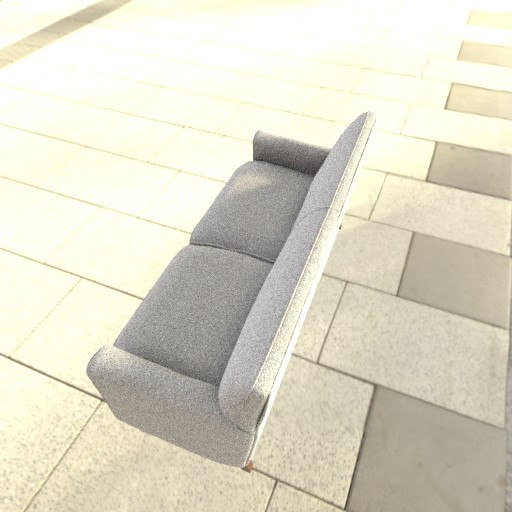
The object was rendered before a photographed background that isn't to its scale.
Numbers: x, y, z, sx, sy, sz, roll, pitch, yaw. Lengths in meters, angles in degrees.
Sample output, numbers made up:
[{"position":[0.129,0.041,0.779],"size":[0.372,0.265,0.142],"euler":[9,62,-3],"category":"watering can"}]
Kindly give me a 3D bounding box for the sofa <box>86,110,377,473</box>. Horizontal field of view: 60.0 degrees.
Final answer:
[{"position":[0.000,0.000,2.491],"size":[0.854,0.942,2.026],"euler":[15,48,14],"category":"sofa"}]
